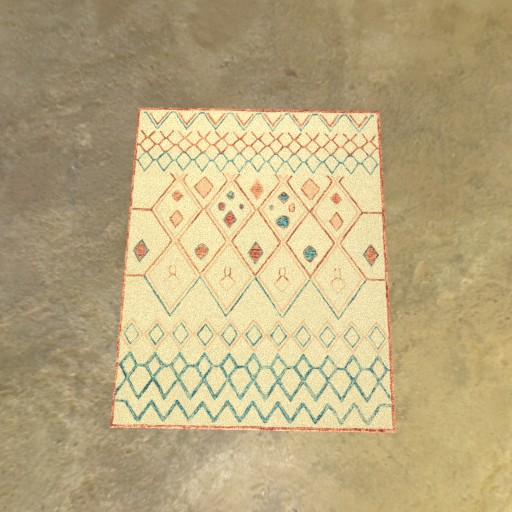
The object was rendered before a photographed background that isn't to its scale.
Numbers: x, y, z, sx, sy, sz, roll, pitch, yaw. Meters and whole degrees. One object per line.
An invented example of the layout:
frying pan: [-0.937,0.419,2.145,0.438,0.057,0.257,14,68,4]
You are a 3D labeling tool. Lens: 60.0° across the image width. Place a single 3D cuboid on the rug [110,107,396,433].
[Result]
rug: [0.000,0.000,4.133,2.441,0.016,3.050,1,77,0]
